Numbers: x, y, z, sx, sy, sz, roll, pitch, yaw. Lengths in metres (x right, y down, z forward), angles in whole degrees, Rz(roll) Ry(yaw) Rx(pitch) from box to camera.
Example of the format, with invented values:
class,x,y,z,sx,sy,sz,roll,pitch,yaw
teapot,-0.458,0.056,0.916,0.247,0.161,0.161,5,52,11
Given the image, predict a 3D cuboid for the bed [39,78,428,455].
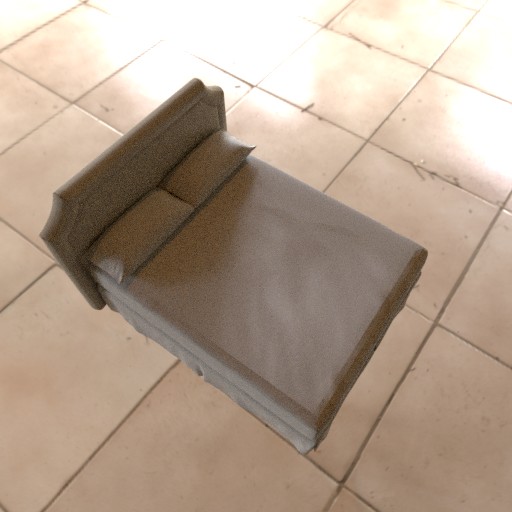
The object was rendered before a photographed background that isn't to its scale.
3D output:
class,x,y,z,sx,sy,sz,roll,pitch,yaw
bed,0.000,0.000,3.254,2.164,1.297,1.828,32,64,18
